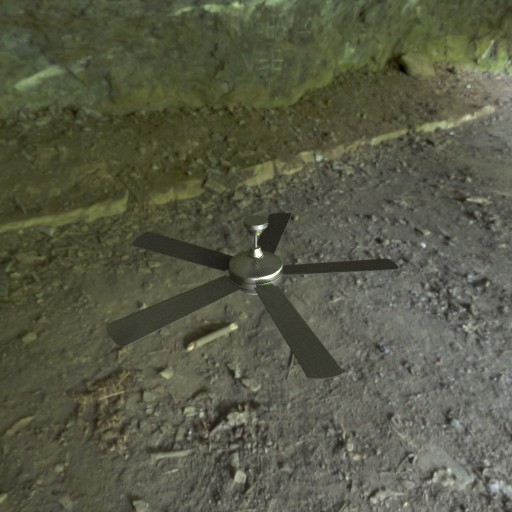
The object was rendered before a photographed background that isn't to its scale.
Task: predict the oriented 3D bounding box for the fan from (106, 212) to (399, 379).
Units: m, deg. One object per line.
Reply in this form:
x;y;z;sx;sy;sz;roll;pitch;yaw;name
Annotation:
0.000;0.000;2.002;1.321;0.356;1.321;2;30;3;fan
